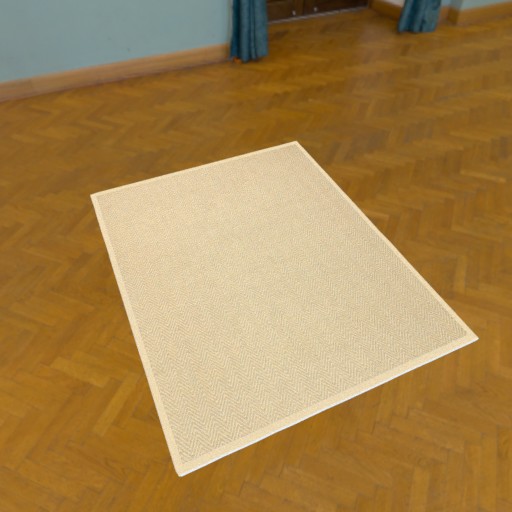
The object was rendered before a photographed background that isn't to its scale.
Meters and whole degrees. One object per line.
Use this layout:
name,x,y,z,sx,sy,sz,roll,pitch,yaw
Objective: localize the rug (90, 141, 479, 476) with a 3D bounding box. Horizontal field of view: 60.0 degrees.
rug,0.000,0.000,4.010,2.423,0.019,3.009,-18,50,-16
